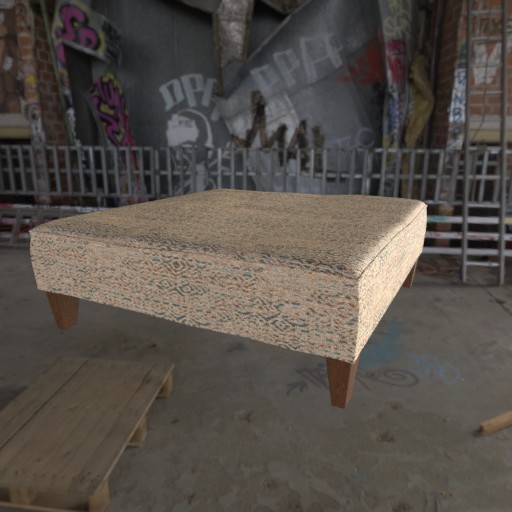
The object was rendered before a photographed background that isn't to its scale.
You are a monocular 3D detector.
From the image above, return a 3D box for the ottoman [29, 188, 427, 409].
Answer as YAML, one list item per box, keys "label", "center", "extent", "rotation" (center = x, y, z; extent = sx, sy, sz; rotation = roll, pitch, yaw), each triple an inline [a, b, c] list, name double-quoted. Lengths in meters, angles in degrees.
- label: "ottoman"
  center: [0.000, 0.000, 1.513]
  extent: [0.968, 0.356, 1.004]
  rotation: [8, 17, 26]
